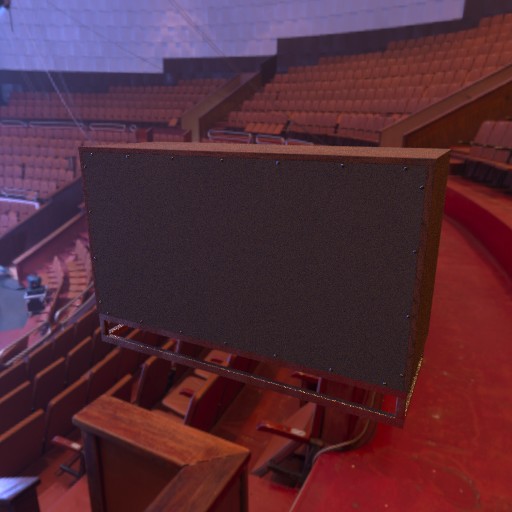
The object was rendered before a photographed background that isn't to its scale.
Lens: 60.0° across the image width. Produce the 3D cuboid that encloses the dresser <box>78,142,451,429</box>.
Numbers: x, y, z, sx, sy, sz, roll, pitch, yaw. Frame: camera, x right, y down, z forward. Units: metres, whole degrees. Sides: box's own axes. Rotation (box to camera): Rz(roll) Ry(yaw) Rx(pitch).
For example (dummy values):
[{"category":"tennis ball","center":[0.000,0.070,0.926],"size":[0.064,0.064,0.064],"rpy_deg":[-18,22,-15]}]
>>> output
[{"category":"dresser","center":[0.000,0.000,2.228],"size":[1.646,1.061,0.623],"rpy_deg":[8,19,26]}]
